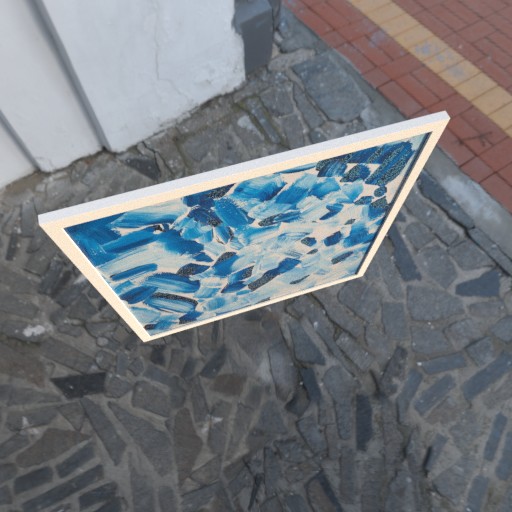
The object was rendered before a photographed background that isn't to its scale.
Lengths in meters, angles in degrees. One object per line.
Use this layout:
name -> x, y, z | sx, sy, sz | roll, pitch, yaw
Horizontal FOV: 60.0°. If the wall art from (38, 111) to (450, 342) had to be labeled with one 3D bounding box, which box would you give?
wall art -> 0.000, 0.000, 0.680 | 0.457, 0.457, 0.012 | -16, 66, -7
